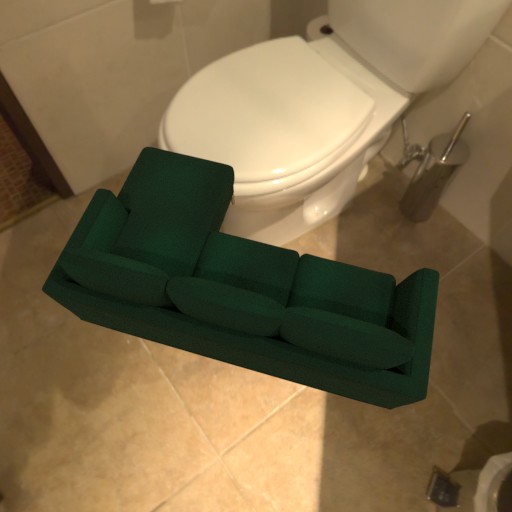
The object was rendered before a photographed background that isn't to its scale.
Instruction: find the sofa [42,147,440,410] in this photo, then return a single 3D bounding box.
[{"bbox_3d":[0.000,0.000,3.206,2.441,1.007,1.489,14,63,7],"label":"sofa"}]
